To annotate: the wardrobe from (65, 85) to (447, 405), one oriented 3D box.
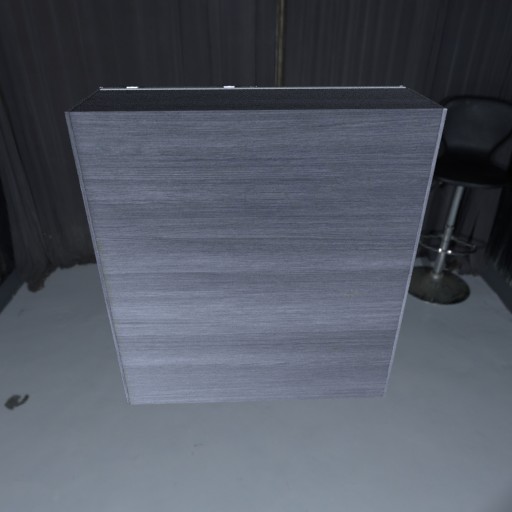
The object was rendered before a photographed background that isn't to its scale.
[{"bbox_3d":[0.000,0.000,2.827,1.780,1.960,0.629,-1,31,-2],"label":"wardrobe"}]
